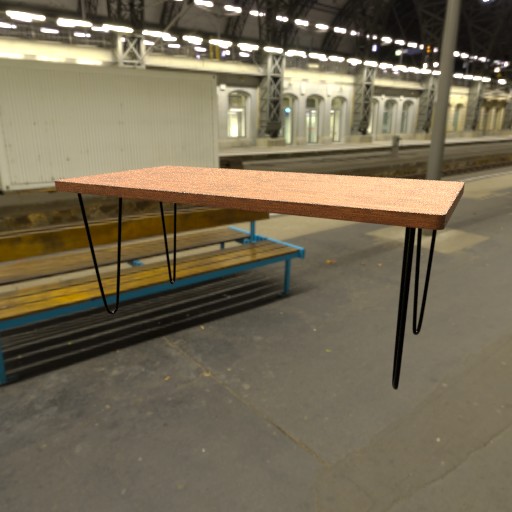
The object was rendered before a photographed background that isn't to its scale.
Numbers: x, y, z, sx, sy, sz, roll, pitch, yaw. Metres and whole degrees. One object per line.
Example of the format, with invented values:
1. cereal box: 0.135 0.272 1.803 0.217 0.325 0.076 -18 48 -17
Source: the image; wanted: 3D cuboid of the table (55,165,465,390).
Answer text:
1. table: 0.000 0.000 2.251 1.791 0.753 0.883 9 19 27
